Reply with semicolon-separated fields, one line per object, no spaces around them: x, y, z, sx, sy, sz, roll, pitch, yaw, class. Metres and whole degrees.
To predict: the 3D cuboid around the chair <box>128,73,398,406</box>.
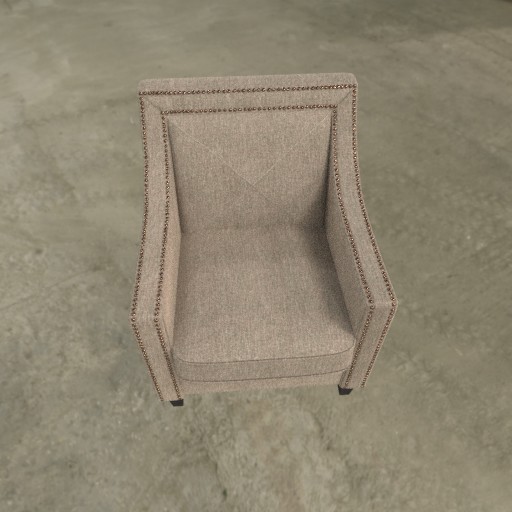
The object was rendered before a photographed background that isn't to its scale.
0.000;0.000;1.628;0.776;0.967;0.884;-3;48;-3;chair
